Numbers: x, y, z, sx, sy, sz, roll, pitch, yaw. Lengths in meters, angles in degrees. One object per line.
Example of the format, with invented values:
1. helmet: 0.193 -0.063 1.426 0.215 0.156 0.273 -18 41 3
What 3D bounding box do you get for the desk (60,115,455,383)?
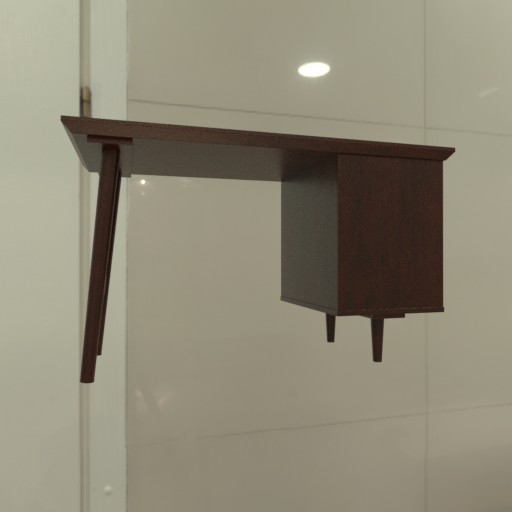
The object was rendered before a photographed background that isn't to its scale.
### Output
1. desk: 0.000 0.000 1.667 1.277 0.758 0.612 0 0 -16
